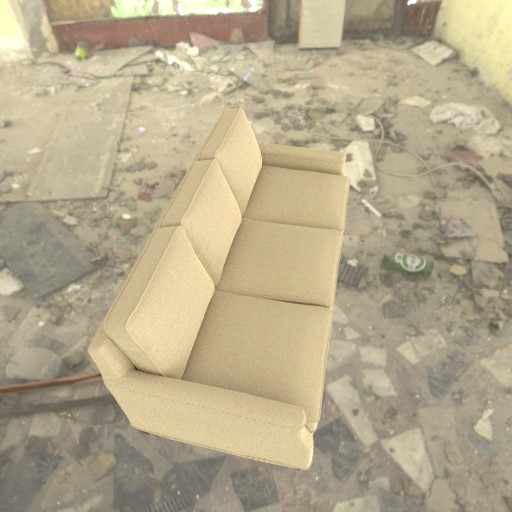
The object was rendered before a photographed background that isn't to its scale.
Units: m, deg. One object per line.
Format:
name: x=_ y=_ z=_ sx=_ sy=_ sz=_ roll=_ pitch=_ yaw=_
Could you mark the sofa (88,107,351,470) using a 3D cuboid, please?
sofa: x=0.000 y=0.000 z=2.870 sx=1.084 sy=1.003 sz=2.246 roll=9 pitch=46 yaw=9
